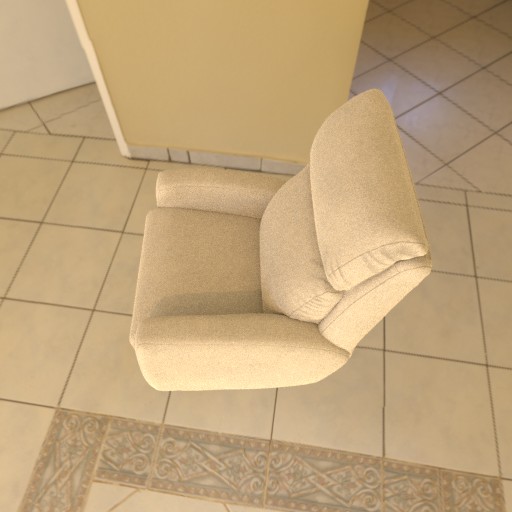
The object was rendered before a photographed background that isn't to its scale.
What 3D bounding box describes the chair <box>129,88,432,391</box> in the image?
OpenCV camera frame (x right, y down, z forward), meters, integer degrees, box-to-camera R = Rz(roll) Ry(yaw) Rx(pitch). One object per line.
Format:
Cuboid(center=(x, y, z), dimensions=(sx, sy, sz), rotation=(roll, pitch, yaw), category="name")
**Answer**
Cuboid(center=(0.000, 0.000, 1.641), dimensions=(0.940, 1.021, 0.794), rotation=(-1, 58, -1), category="chair")
